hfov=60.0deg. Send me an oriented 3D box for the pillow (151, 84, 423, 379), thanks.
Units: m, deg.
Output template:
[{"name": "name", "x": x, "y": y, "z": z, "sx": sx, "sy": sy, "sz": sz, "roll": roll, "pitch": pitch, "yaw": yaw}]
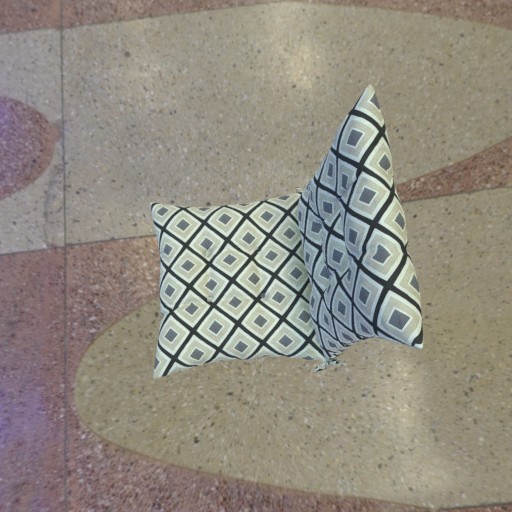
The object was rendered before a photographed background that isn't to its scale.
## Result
[{"name": "pillow", "x": 0.000, "y": 0.000, "z": 1.032, "sx": 0.585, "sy": 0.536, "sz": 0.541, "roll": -5, "pitch": 74, "yaw": -1}]
